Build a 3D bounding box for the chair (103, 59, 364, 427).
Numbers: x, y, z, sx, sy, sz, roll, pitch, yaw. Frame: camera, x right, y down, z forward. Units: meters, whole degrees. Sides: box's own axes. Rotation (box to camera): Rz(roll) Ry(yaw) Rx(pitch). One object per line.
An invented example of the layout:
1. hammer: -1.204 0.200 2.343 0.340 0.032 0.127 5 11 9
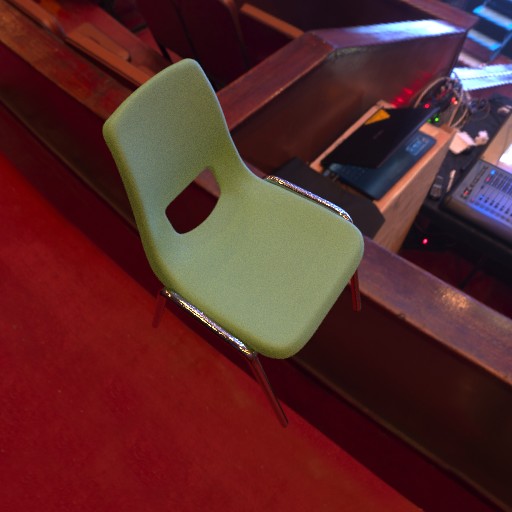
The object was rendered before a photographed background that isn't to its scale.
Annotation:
1. chair: 0.000 0.000 0.911 0.436 0.653 0.381 31 64 17
